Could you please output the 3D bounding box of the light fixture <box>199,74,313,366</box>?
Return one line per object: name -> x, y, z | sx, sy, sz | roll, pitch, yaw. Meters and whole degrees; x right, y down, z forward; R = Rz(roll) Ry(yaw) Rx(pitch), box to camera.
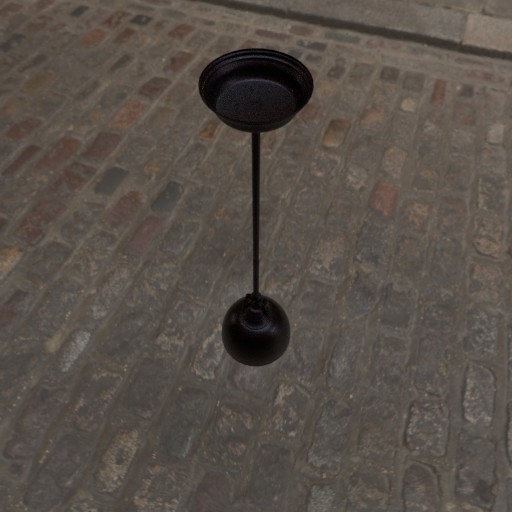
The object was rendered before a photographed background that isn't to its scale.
light fixture -> 0.000, 0.000, 0.847 | 0.182, 0.768, 0.182 | 16, 59, 10
